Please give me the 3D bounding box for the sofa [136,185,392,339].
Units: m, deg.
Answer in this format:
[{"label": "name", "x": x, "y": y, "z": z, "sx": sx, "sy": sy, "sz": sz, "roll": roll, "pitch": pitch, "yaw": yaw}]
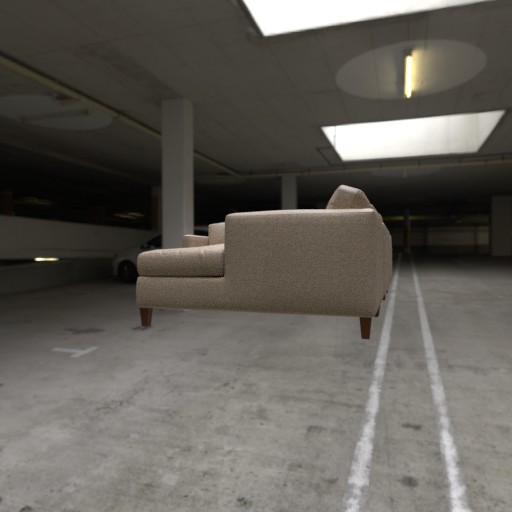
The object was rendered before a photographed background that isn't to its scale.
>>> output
[{"label": "sofa", "x": 0.000, "y": 0.000, "z": 4.534, "sx": 2.594, "sy": 0.961, "sz": 3.460, "roll": 0, "pitch": 0, "yaw": 18}]
